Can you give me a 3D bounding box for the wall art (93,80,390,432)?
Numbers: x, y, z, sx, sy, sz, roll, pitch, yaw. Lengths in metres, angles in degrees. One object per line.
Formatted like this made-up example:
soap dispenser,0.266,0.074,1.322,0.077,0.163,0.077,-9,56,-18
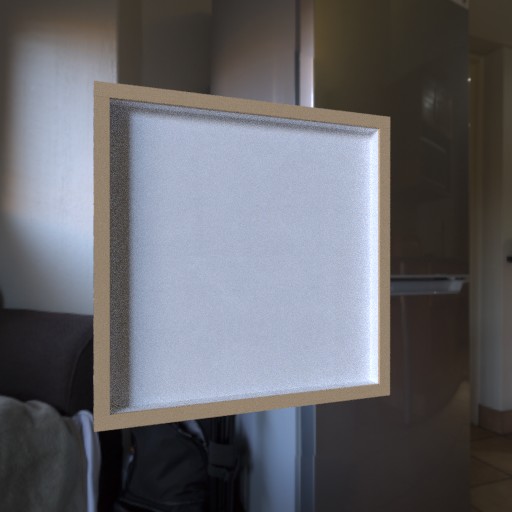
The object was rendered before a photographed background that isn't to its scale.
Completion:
wall art,0.000,0.000,0.889,0.612,0.612,0.038,0,0,-19
